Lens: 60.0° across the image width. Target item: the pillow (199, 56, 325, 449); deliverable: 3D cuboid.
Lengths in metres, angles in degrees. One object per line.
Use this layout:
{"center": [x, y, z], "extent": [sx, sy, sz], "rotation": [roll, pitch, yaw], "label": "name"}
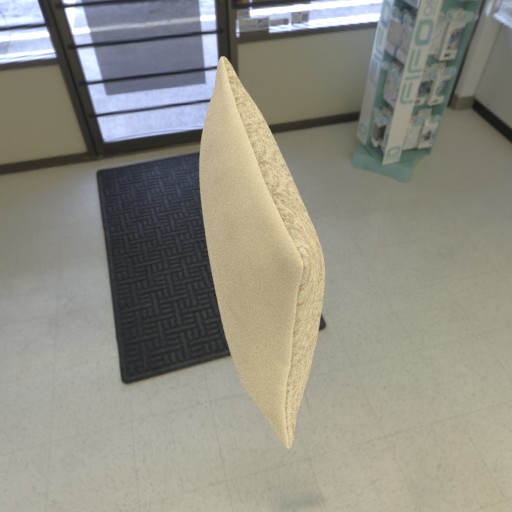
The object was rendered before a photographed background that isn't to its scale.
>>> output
{"center": [0.000, 0.000, 0.808], "extent": [0.166, 0.510, 0.523], "rotation": [-9, 48, -8], "label": "pillow"}
